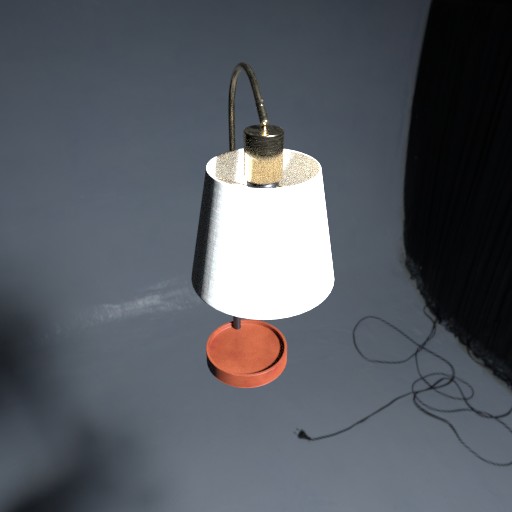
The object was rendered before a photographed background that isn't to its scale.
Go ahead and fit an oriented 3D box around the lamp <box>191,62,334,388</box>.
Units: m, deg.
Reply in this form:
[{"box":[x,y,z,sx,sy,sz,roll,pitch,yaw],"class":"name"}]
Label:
[{"box":[0.000,0.000,0.680,0.211,0.536,0.273,-10,33,-15],"class":"lamp"}]
